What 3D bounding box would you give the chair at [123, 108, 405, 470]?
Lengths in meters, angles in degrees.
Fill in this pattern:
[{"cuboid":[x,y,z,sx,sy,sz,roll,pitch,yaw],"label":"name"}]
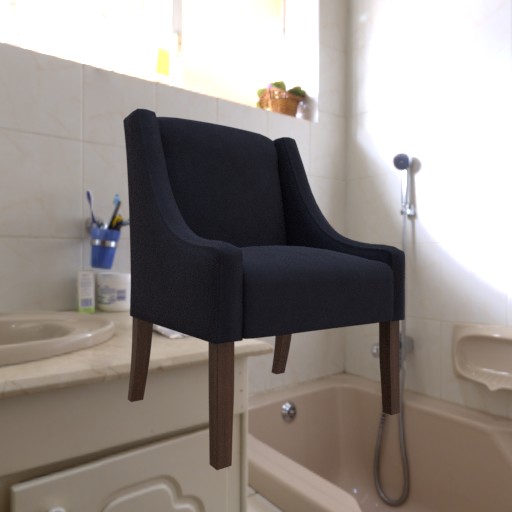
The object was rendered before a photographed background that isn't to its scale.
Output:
[{"cuboid":[0.000,0.000,1.329,0.629,0.895,0.629,0,0,-35],"label":"chair"}]
